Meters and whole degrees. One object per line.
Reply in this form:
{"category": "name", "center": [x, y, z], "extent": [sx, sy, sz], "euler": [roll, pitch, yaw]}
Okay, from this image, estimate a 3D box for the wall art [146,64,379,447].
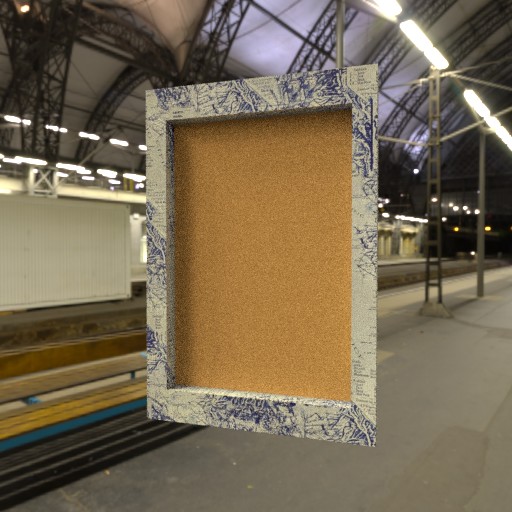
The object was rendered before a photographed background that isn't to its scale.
{"category": "wall art", "center": [0.000, 0.000, 0.483], "extent": [0.255, 0.376, 0.025], "euler": [0, 1, 17]}
